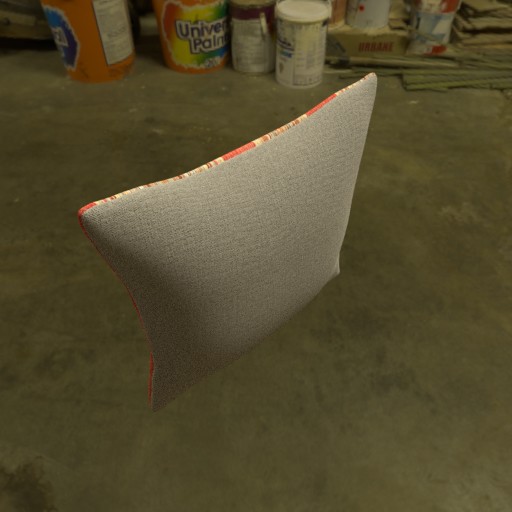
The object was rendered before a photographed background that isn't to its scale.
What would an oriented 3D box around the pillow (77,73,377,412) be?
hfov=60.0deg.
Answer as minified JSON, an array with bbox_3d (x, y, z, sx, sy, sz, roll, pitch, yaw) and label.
[{"bbox_3d":[0.000,0.000,0.646,0.437,0.419,0.136,-33,55,-27],"label":"pillow"}]
